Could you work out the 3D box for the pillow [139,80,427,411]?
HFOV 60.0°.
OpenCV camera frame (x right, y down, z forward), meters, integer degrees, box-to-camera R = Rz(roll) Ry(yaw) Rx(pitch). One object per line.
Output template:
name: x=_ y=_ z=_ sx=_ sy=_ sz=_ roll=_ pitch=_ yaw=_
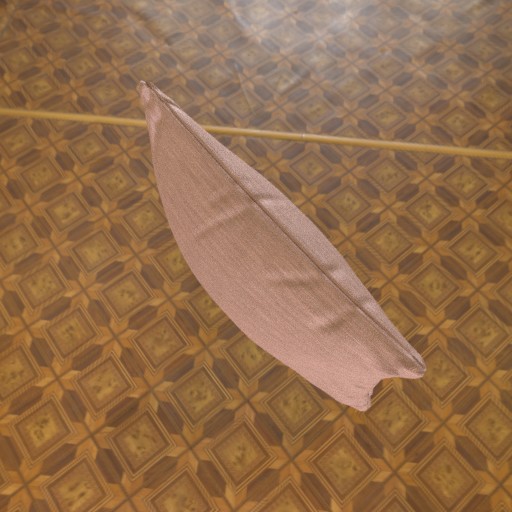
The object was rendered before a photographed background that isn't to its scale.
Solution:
pillow: x=0.000 y=0.000 z=0.785 sx=0.210 sy=0.338 sz=0.633 roll=-36 pitch=69 yaw=-16
